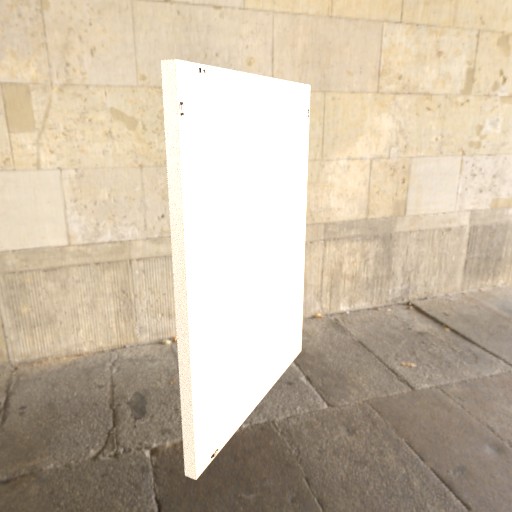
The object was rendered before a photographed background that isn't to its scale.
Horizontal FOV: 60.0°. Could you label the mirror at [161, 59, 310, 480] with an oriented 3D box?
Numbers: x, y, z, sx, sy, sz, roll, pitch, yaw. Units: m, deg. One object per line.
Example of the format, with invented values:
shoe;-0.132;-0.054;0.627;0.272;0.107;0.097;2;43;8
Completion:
mirror;0.000;0.000;1.344;0.040;1.016;0.762;8;19;25
